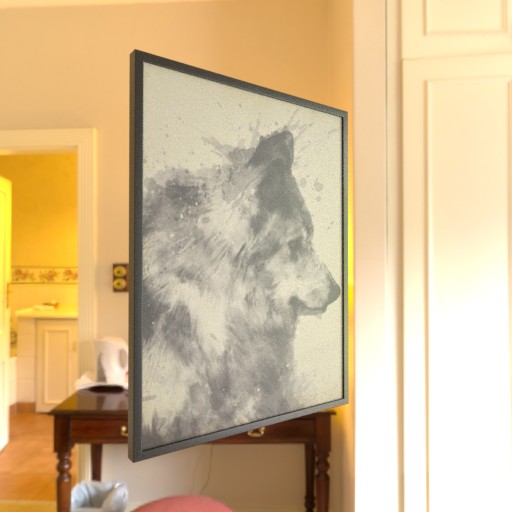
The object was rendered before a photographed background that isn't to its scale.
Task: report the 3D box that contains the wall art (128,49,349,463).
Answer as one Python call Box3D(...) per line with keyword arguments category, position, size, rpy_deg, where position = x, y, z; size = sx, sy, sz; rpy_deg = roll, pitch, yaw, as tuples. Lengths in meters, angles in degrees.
Box3D(category="wall art", position=(0.000, 0.000, 1.389), size=(0.804, 1.061, 0.039), rpy_deg=(1, -1, -36))
